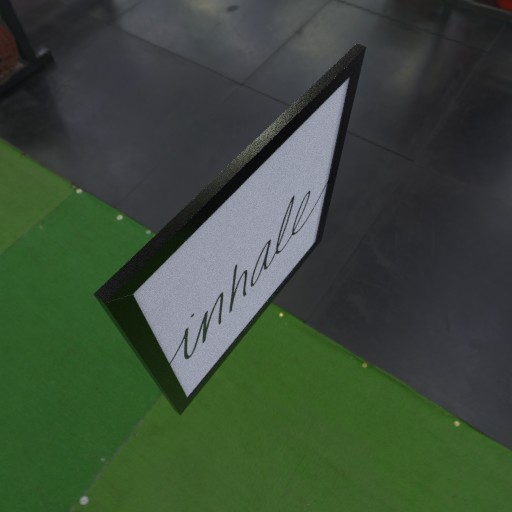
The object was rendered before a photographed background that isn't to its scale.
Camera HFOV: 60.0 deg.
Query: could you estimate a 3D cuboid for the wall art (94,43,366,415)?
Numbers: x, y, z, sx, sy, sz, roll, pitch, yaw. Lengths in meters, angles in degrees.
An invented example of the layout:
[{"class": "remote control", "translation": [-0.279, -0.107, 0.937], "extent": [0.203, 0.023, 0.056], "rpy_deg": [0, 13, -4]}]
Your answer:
[{"class": "wall art", "translation": [0.000, 0.000, 0.659], "extent": [0.014, 0.445, 0.446], "rpy_deg": [33, 64, 18]}]
